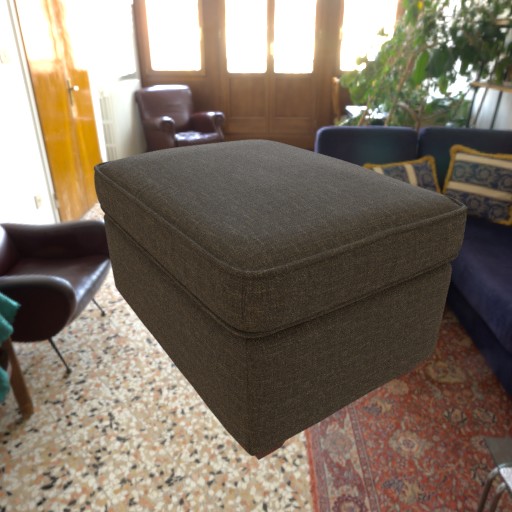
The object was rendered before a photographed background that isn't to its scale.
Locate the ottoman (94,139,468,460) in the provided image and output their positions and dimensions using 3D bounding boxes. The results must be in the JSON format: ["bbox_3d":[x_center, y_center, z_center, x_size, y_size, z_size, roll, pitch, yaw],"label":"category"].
[{"bbox_3d":[0.000,0.000,1.071,0.549,0.450,0.749,-17,31,-30],"label":"ottoman"}]
